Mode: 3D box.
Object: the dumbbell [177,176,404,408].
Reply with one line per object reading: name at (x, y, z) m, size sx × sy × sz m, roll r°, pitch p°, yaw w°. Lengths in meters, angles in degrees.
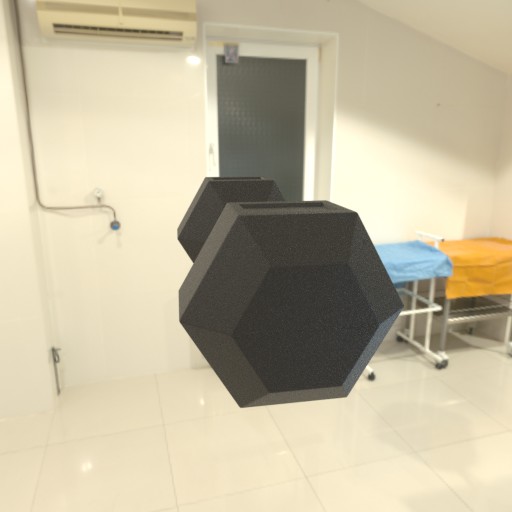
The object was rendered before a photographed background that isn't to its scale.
dumbbell at (0.000, 0.000, 0.408) m, size 0.142 × 0.123 × 0.337 m, roll -3°, pitch 15°, yaw -10°
